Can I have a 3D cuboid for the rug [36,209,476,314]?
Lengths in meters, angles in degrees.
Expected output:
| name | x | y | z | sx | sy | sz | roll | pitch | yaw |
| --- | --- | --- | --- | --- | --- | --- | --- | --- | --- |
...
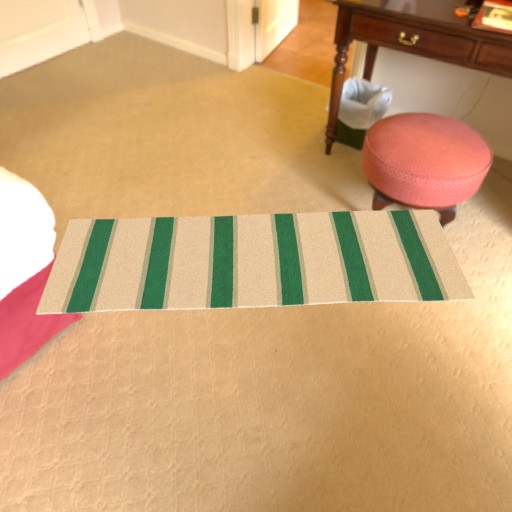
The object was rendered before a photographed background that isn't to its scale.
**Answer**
| name | x | y | z | sx | sy | sz | roll | pitch | yaw |
| --- | --- | --- | --- | --- | --- | --- | --- | --- | --- |
| rug | 0.000 | 0.000 | 2.715 | 2.438 | 0.012 | 0.768 | -2 | 47 | -2 |
